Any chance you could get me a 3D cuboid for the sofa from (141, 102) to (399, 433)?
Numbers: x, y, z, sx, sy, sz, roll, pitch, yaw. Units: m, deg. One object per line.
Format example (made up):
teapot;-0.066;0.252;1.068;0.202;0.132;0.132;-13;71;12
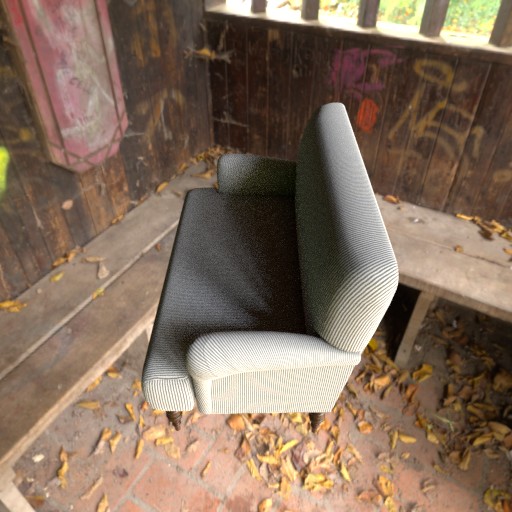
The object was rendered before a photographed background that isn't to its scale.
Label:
sofa;0.000;0.000;1.871;0.779;0.889;1.297;1;41;1
